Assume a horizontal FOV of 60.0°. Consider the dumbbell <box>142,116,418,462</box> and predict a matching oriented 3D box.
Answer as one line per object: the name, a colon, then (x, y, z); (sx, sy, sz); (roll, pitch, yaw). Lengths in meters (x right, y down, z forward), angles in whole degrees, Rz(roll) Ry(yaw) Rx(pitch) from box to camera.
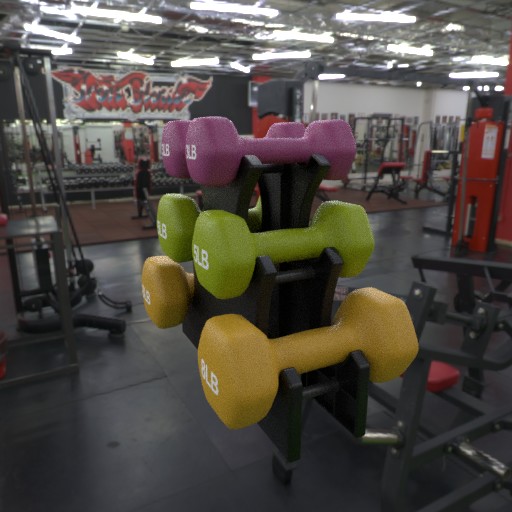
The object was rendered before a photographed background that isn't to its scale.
dumbbell: (0.000, 0.000, 0.462); (0.190, 0.271, 0.300); (-7, 17, -26)
